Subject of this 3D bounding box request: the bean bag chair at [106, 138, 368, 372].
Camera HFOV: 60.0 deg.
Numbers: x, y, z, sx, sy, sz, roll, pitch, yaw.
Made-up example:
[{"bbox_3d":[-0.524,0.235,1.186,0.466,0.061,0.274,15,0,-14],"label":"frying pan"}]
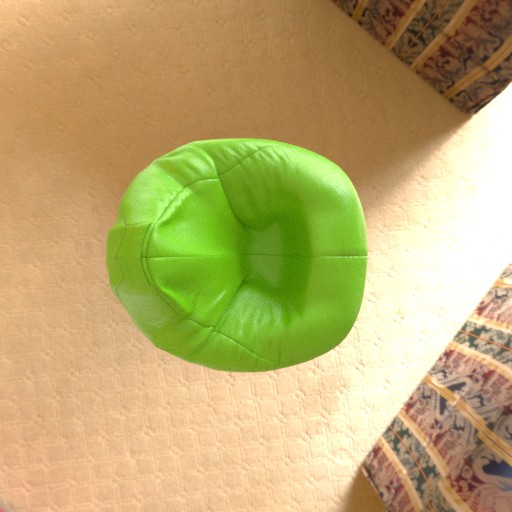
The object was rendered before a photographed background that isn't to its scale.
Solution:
[{"bbox_3d":[0.000,0.000,1.897,1.070,0.990,1.070,0,90,0],"label":"bean bag chair"}]
